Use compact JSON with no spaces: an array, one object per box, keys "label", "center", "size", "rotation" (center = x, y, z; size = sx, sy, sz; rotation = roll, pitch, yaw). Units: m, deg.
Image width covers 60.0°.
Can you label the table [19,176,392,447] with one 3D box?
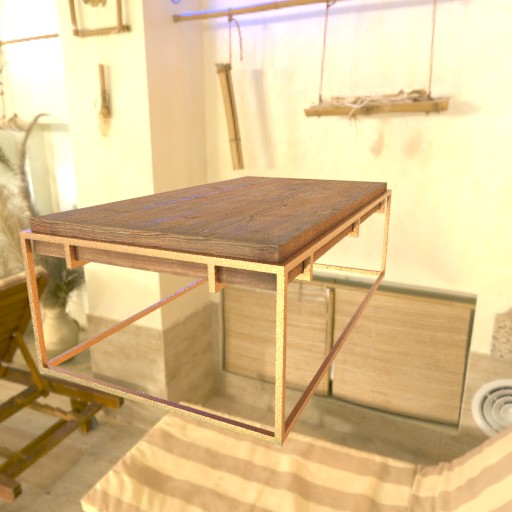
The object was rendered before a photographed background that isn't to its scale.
[{"label":"table","center":[0.000,0.000,1.705],"size":[0.775,0.468,1.387],"rotation":[7,17,24]}]
